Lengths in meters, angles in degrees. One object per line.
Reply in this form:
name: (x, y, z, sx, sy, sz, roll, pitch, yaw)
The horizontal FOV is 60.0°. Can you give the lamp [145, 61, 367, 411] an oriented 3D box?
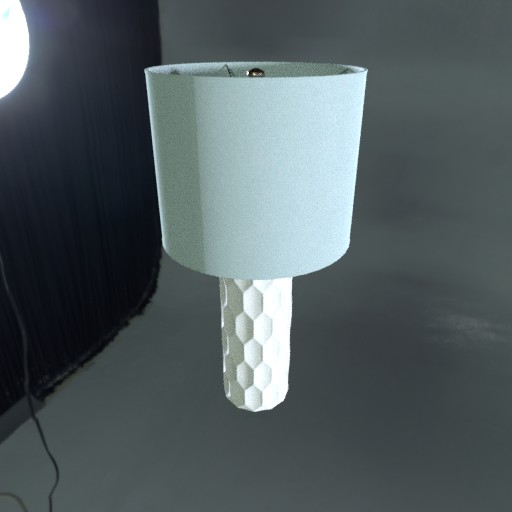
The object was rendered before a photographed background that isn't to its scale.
lamp: (0.000, 0.000, 0.682, 0.277, 0.534, 0.277, 9, 28, 16)
